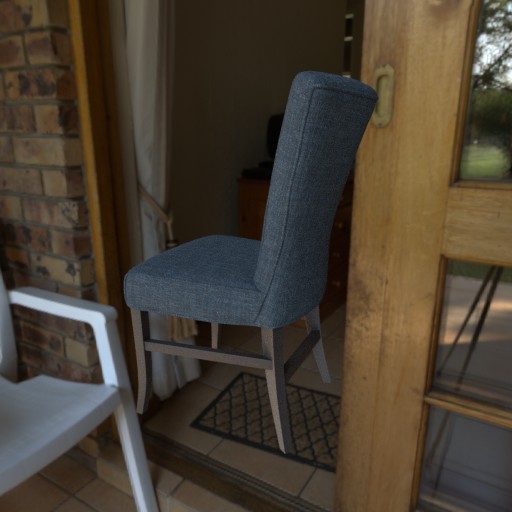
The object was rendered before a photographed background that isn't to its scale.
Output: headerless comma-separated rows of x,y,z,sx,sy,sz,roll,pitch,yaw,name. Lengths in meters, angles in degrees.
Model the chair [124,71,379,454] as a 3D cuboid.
0.000,0.000,1.362,0.660,0.991,0.520,8,18,25,chair
